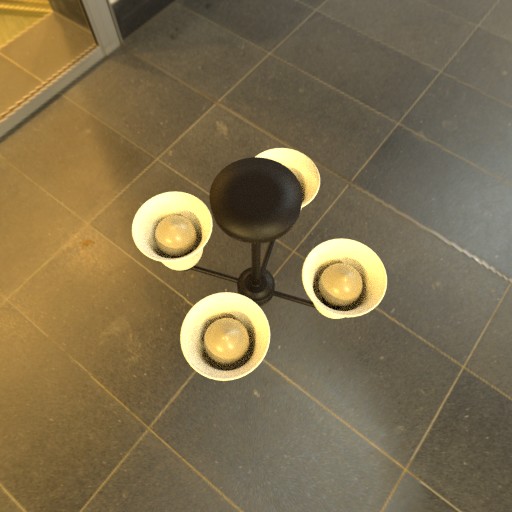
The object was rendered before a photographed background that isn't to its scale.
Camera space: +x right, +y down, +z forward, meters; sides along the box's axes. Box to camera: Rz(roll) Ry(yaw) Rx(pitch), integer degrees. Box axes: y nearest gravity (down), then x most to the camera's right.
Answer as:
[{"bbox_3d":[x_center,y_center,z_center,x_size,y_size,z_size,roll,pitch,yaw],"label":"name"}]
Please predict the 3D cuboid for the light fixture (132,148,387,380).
[{"bbox_3d":[0.000,0.000,1.848,1.069,0.925,1.069,17,66,8],"label":"light fixture"}]
